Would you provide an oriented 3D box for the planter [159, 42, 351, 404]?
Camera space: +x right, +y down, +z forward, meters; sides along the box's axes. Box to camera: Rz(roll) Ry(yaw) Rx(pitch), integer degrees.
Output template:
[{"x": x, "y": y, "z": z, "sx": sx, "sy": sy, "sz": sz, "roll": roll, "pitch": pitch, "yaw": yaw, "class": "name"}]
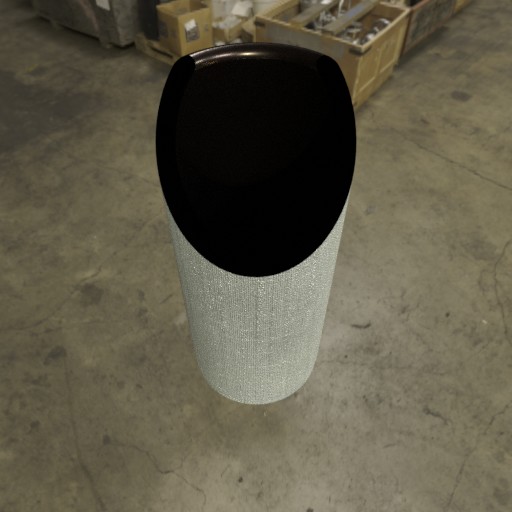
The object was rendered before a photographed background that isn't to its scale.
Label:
[{"x": 0.000, "y": 0.000, "z": 0.128, "sx": 0.045, "sy": 0.103, "sz": 0.045, "roll": 31, "pitch": 55, "yaw": 25, "class": "planter"}]
